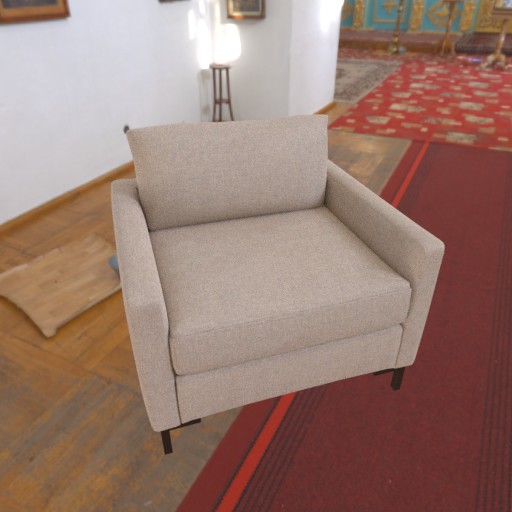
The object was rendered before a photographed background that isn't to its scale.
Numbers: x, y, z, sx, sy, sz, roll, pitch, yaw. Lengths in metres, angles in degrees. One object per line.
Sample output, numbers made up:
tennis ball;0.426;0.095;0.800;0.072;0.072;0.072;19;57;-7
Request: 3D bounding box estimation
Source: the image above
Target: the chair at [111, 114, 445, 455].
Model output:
chair;0.000;0.000;1.633;0.963;0.861;0.866;-10;33;-15
